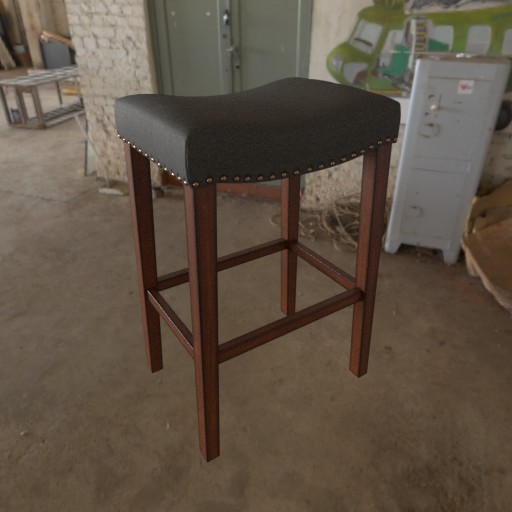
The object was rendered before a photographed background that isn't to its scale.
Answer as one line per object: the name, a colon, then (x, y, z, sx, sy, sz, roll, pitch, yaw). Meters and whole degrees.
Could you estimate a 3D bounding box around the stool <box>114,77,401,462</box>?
stool: (0.000, 0.000, 1.063, 0.502, 0.748, 0.366, -18, 35, -28)
